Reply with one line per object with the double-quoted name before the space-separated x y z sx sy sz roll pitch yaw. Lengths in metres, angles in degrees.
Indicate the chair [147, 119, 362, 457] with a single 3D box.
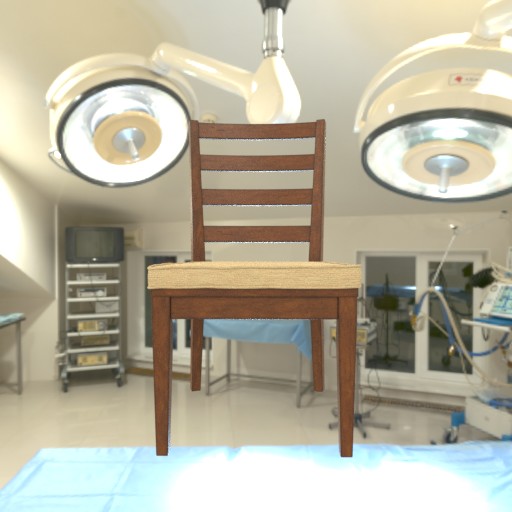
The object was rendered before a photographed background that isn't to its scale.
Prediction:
"chair" 0.000 0.000 1.359 0.593 0.979 0.595 0 1 1
